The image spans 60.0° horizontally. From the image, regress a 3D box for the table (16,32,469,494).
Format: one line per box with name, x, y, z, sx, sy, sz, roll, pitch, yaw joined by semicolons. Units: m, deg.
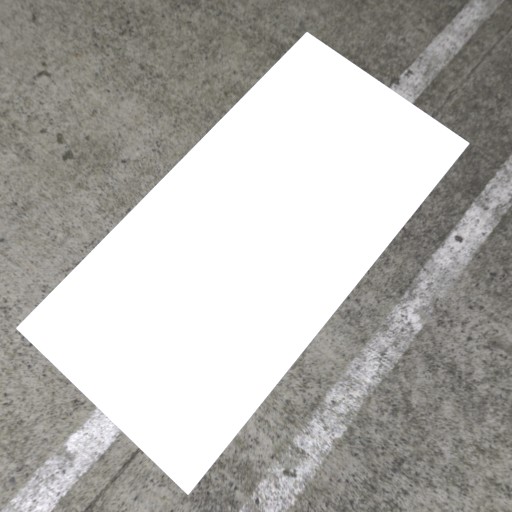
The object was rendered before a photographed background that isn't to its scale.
table;0.000;0.000;1.218;0.500;0.440;1.000;39;78;10
